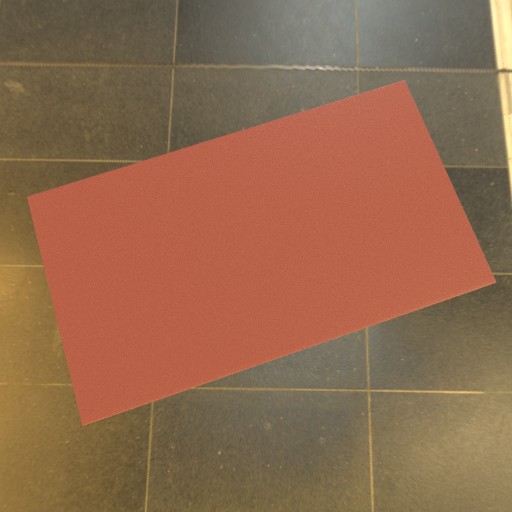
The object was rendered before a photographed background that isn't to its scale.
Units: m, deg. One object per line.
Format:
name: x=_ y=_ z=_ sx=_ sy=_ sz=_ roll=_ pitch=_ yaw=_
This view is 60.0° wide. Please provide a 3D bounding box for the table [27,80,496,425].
table: x=0.000 y=0.000 z=1.378 sx=1.068 sy=0.493 sz=0.612 roll=-18 pitch=79 yaw=-4
